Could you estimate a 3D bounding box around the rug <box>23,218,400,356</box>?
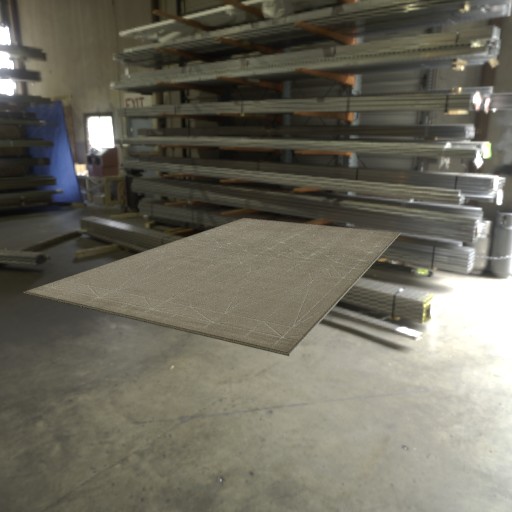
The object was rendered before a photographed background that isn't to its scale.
[{"bbox_3d":[0.000,0.000,3.062,1.524,0.012,2.438,8,17,26],"label":"rug"}]
